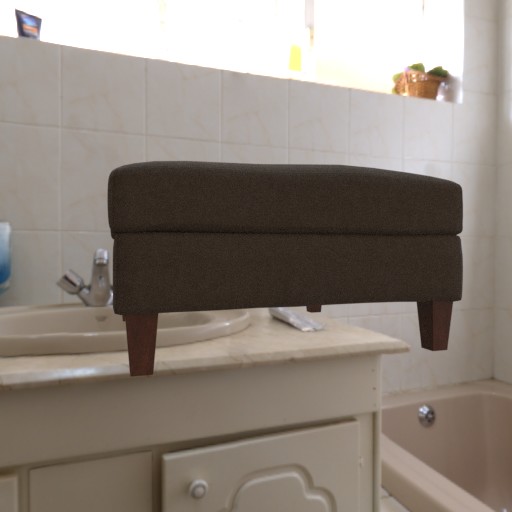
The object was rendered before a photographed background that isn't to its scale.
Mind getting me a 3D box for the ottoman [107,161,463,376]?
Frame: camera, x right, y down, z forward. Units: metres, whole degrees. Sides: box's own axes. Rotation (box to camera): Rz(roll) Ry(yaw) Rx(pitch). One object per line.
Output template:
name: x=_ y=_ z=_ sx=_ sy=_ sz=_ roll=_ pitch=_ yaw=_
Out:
ottoman: x=0.000 y=0.000 z=1.402 sx=0.881 sy=0.482 sz=0.861 roll=0 pitch=1 yaw=-18
